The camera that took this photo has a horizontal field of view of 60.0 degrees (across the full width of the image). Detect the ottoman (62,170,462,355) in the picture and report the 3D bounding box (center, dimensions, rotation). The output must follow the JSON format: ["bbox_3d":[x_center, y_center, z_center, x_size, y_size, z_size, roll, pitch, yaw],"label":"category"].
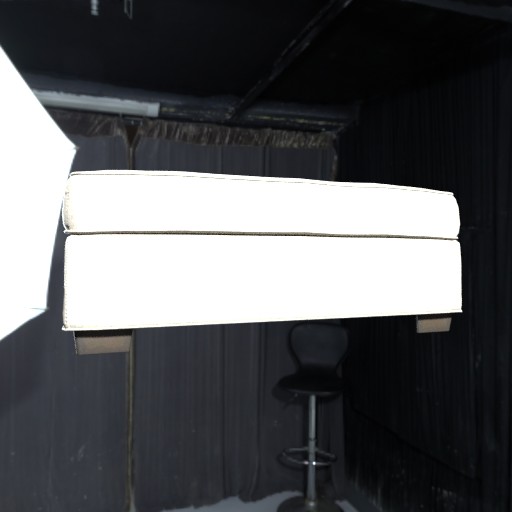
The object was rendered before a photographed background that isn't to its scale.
[{"bbox_3d":[0.000,0.000,1.423,1.097,0.448,0.617,0,0,-18],"label":"ottoman"}]
